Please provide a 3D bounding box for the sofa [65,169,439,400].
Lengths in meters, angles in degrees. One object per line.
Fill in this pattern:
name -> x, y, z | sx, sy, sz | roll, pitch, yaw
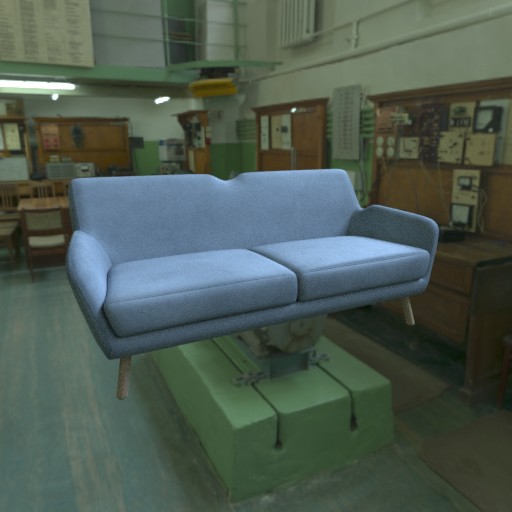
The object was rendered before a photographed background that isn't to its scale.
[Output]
sofa -> 0.000, 0.000, 2.316 | 1.870, 0.810, 0.850 | -8, 16, -27
